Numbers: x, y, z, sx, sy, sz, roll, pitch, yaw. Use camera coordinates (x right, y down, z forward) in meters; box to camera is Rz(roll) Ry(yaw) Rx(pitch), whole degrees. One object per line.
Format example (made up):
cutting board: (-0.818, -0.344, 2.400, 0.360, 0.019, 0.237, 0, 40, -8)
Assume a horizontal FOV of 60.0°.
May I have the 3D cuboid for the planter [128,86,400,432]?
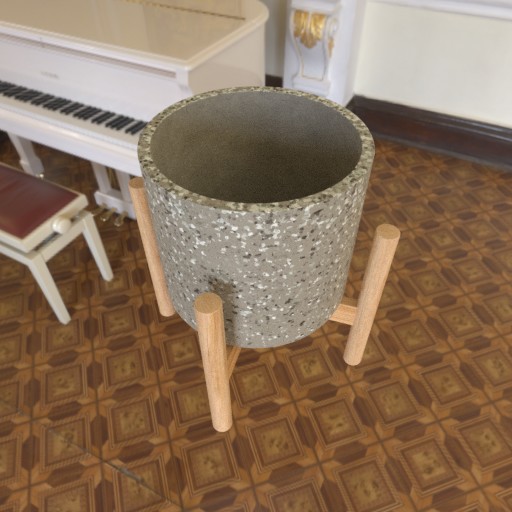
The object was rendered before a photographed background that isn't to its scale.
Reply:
planter: (0.000, 0.000, 0.535, 0.284, 0.320, 0.284, 31, 53, 27)
